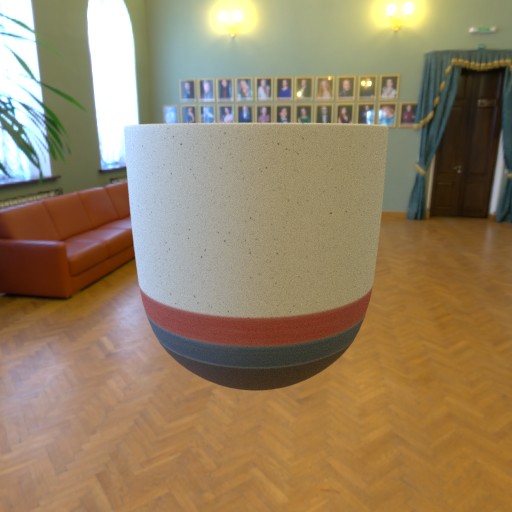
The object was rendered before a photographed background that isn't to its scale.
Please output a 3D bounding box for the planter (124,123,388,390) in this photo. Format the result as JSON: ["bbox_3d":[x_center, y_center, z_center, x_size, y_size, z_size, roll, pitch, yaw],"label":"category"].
[{"bbox_3d":[0.000,0.000,0.382,0.204,0.214,0.204,0,15,0],"label":"planter"}]
